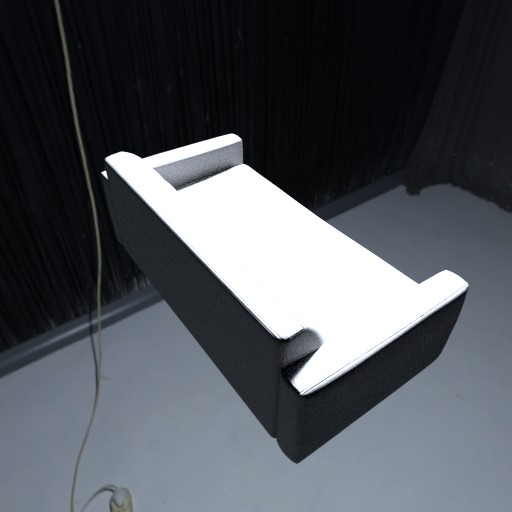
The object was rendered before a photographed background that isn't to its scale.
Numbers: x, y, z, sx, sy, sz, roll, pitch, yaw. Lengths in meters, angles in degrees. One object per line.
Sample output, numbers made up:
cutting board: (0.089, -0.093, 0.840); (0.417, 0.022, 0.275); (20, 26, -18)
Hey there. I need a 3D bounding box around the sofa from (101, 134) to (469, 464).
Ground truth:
sofa: (0.000, 0.000, 2.417); (0.969, 0.814, 1.895); (-25, 46, -27)
